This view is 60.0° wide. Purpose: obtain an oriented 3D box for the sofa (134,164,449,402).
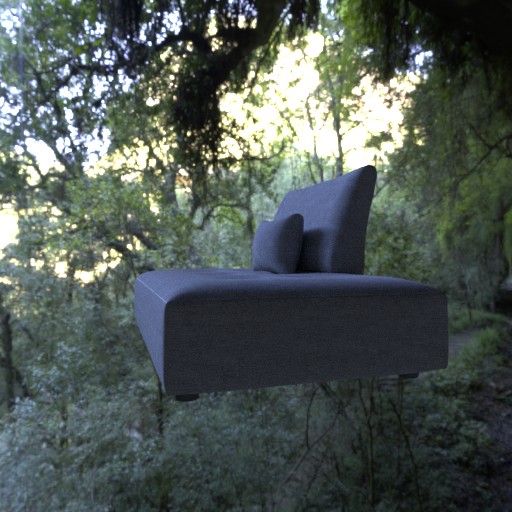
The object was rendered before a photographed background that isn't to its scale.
[{"bbox_3d":[0.000,0.000,2.010,1.002,0.820,1.450,0,0,-18],"label":"sofa"}]
